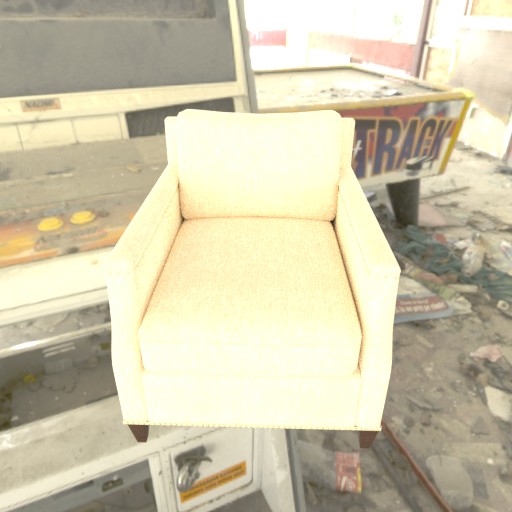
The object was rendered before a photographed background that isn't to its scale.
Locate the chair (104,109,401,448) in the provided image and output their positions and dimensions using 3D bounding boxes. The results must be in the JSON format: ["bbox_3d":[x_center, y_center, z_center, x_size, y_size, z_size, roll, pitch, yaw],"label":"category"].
[{"bbox_3d":[0.000,0.000,1.694,0.838,0.940,1.041,1,30,2],"label":"chair"}]
